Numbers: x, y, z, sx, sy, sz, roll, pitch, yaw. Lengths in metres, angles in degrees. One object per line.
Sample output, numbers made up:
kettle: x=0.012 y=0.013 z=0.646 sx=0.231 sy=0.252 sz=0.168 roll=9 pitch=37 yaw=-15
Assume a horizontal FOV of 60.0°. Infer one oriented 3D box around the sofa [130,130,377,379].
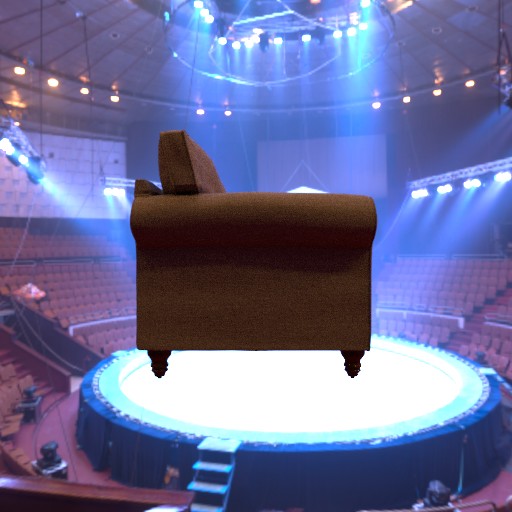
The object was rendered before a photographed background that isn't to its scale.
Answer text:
sofa: x=0.000 y=0.000 z=2.618 sx=0.916 sy=0.961 sz=2.084 roll=0 pitch=0 yaw=0
